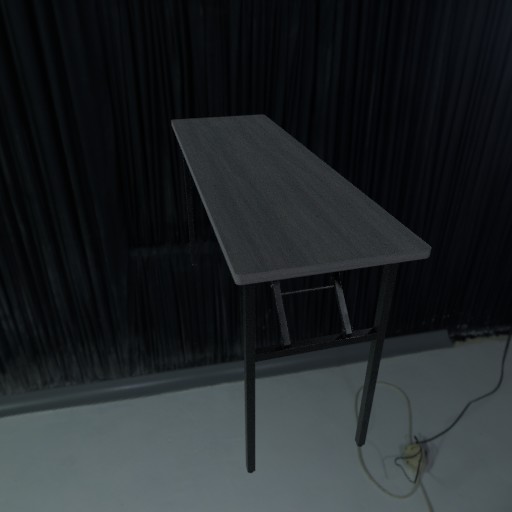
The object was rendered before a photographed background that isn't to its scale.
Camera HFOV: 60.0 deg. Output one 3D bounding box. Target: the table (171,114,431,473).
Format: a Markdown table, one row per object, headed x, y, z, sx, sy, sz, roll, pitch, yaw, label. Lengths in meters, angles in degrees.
| x | y | z | sx | sy | sz | roll | pitch | yaw | label |
| --- | --- | --- | --- | --- | --- | --- | --- | --- | --- |
| 0.000 | 0.000 | 1.711 | 0.449 | 0.750 | 1.399 | -7 | 31 | -13 | table |
